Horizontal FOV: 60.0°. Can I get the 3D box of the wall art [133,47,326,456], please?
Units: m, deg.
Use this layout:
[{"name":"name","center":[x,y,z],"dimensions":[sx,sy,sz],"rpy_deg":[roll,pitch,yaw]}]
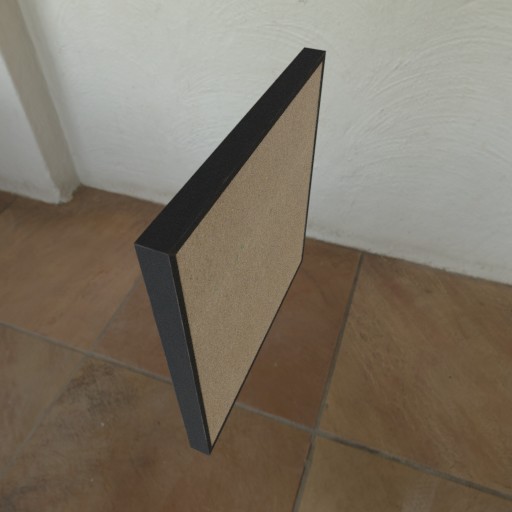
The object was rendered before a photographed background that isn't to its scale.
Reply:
[{"name":"wall art","center":[0.000,0.000,0.759],"dimensions":[0.038,0.508,0.508],"rpy_deg":[17,49,16]}]
